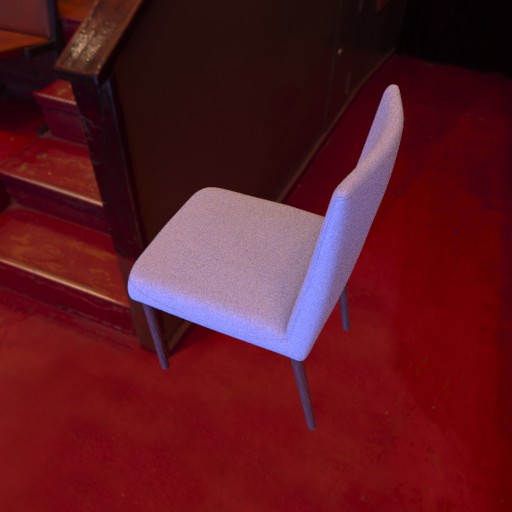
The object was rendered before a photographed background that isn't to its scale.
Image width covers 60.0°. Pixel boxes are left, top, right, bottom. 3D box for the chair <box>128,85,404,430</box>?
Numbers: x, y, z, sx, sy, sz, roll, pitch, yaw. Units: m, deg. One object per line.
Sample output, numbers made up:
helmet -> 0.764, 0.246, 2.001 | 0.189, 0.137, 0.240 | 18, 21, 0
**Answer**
chair -> 0.000, 0.000, 1.176 | 0.570, 0.859, 0.456 | 17, 48, 16
